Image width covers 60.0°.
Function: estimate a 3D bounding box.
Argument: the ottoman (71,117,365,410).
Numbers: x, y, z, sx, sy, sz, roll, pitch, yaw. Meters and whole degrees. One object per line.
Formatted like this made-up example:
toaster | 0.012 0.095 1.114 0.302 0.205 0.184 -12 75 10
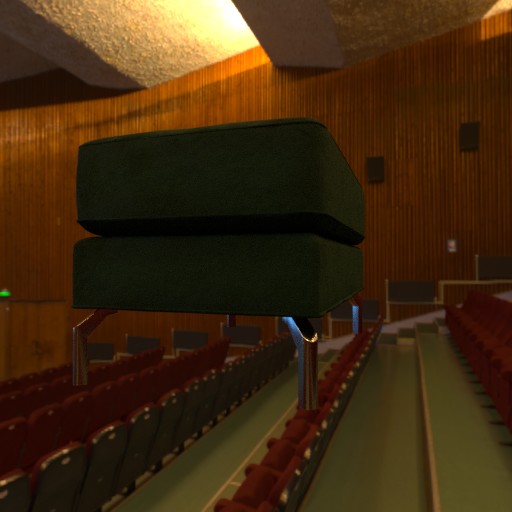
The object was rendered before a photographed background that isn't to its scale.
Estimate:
ottoman | 0.000 0.000 1.238 0.536 0.533 0.886 0 -1 18
